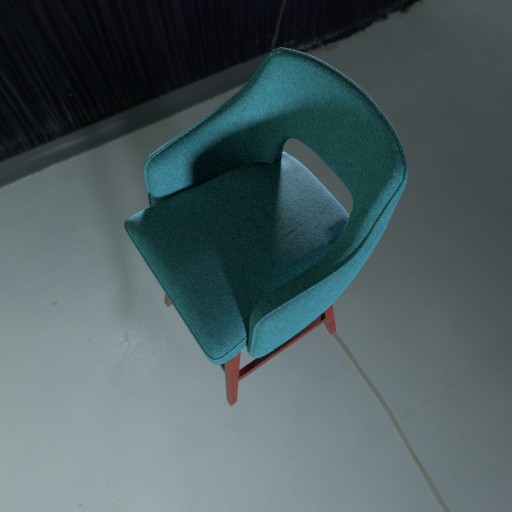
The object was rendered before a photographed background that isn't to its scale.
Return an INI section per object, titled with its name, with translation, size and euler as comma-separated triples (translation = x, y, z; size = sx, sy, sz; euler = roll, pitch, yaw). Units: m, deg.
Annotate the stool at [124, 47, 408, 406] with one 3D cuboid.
[stool]
translation = 0.000, 0.000, 1.281
size = 0.556, 0.961, 0.548
euler = -32, 68, -15
